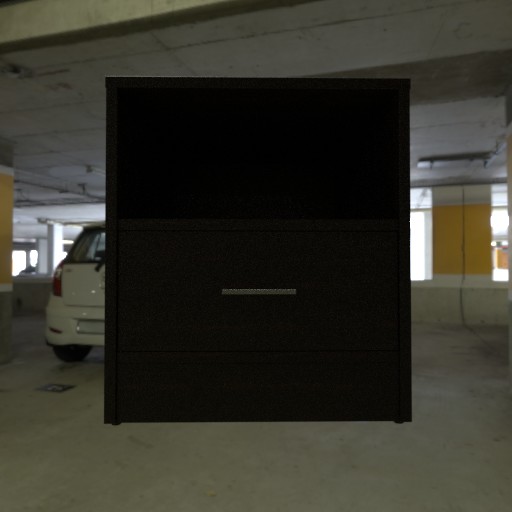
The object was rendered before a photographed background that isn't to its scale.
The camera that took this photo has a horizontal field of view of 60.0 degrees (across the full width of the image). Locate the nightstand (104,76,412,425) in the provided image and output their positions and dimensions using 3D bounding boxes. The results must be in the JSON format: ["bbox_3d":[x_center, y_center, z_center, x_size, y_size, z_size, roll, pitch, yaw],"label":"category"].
[{"bbox_3d":[0.000,0.000,0.790,0.400,0.460,0.461,0,-1,-1],"label":"nightstand"}]
